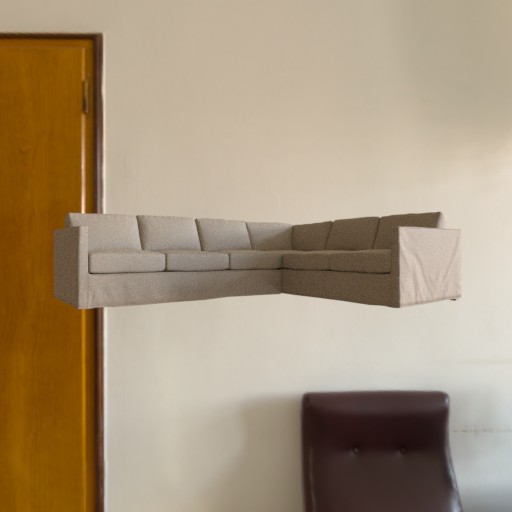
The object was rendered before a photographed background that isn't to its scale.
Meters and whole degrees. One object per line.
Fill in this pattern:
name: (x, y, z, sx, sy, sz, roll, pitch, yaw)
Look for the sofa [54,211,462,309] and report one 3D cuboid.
sofa: (0.000, 0.000, 4.310, 3.182, 0.871, 2.432, 0, 0, -36)
